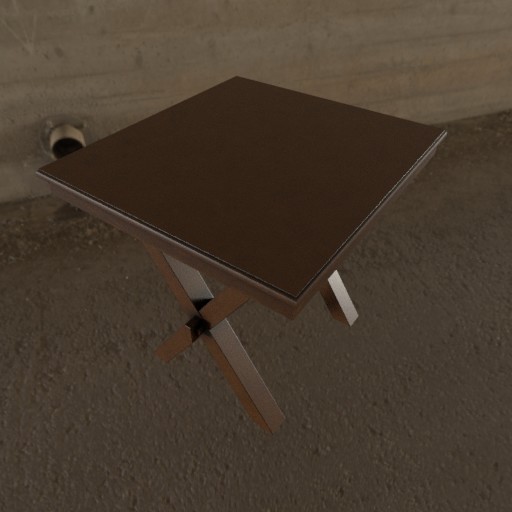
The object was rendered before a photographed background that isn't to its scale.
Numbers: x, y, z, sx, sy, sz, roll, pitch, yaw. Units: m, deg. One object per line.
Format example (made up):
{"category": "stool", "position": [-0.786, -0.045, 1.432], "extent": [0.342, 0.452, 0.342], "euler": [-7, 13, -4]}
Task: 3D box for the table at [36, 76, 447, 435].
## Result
{"category": "table", "position": [0.000, 0.000, 1.052], "extent": [0.560, 0.562, 0.602], "euler": [25, 47, 26]}
